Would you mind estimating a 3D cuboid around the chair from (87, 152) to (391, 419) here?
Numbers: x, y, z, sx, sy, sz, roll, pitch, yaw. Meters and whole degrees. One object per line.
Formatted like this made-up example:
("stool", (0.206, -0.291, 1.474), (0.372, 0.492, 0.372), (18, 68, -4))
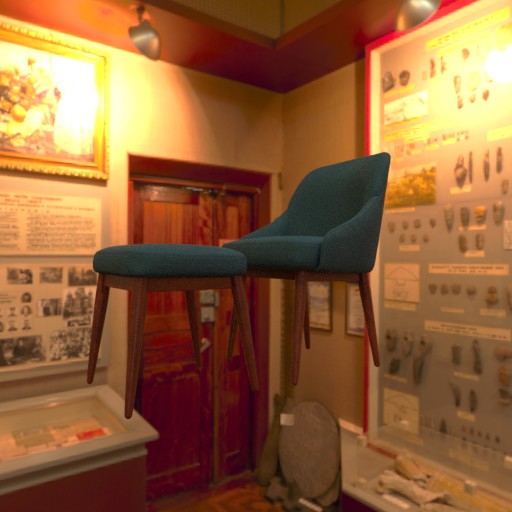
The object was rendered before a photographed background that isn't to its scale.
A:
("chair", (0.000, 0.000, 1.649), (1.114, 0.866, 0.584), (0, 0, -35))
